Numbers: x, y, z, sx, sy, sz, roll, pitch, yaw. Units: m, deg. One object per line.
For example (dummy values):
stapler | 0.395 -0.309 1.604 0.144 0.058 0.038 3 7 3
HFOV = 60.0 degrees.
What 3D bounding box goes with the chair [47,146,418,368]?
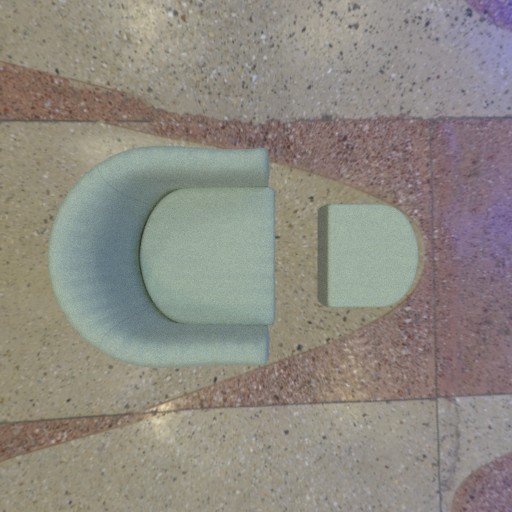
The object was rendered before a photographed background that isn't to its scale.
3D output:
chair | 0.000 0.000 1.721 1.288 0.757 0.756 0 91 -1
